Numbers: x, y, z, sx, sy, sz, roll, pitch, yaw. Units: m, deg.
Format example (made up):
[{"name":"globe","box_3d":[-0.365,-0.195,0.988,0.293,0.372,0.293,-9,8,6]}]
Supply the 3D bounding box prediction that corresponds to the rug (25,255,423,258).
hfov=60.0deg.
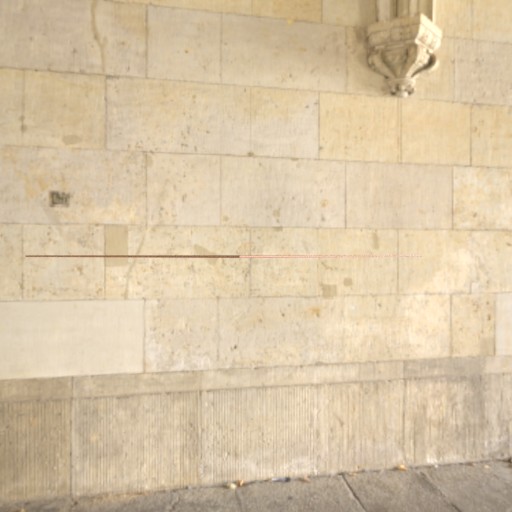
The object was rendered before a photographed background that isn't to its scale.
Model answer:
[{"name":"rug","box_3d":[0.000,0.000,2.352,1.219,0.008,1.829,0,0,36]}]
